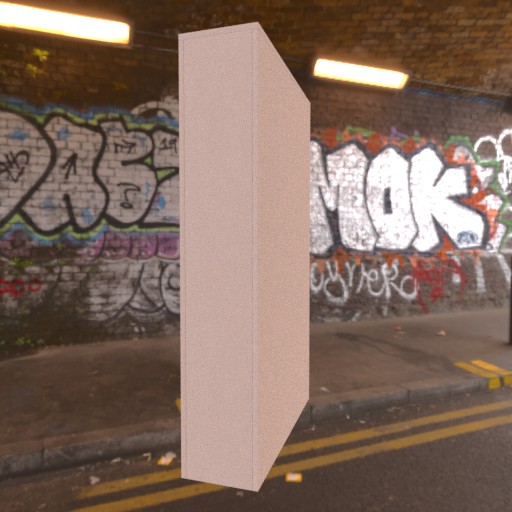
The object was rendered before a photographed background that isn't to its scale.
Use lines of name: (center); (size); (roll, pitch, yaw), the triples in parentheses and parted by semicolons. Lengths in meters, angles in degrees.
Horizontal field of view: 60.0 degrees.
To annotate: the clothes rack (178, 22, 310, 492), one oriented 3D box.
clothes rack: (0.000, 0.000, 1.601); (0.250, 1.280, 0.750); (1, 2, 18)
